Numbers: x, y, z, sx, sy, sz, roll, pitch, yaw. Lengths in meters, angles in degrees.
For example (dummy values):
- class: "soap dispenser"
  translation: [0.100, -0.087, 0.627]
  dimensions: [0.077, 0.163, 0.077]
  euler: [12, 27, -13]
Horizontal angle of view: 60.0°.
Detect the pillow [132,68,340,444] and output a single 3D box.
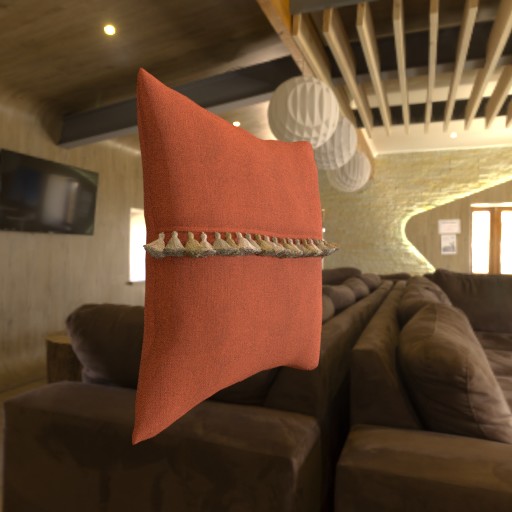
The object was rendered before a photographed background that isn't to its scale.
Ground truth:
- class: "pillow"
  translation: [0.000, 0.000, 0.749]
  dimensions: [0.165, 0.482, 0.490]
  euler: [0, 0, 36]
